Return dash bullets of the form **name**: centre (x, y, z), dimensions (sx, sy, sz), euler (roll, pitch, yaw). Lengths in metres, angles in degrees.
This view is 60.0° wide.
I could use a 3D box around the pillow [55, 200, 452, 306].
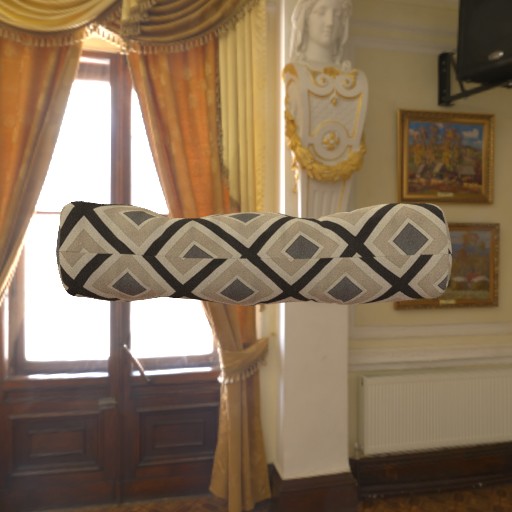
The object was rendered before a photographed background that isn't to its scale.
- **pillow**: centre (0.000, 0.000, 0.734), dimensions (0.468, 0.128, 0.490), euler (0, 0, 1)
